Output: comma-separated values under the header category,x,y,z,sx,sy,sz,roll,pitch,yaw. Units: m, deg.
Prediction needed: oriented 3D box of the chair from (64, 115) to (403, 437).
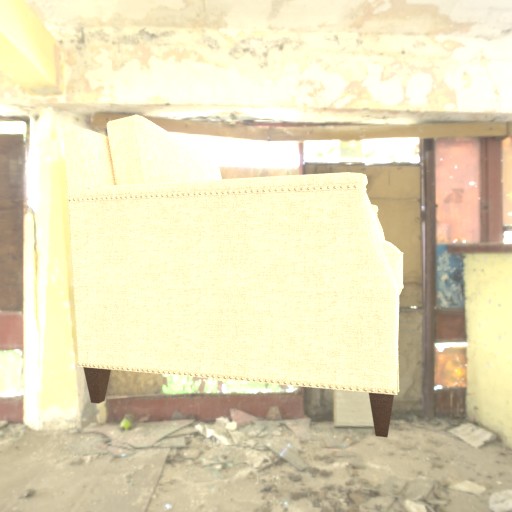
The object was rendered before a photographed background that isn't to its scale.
category,x,y,z,sx,sy,sz,roll,pitch,yaw
chair,0.000,0.000,1.662,1.041,0.940,0.838,0,0,18
